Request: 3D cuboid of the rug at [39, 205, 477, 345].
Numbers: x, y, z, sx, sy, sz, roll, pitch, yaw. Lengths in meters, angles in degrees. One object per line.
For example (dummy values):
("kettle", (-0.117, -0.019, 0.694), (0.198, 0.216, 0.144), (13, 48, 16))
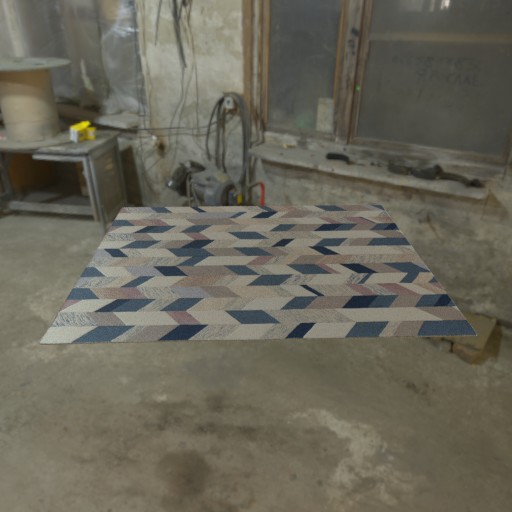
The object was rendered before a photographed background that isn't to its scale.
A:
("rug", (0.000, 0.000, 4.161), (3.072, 0.011, 2.451), (-1, 29, -1))
